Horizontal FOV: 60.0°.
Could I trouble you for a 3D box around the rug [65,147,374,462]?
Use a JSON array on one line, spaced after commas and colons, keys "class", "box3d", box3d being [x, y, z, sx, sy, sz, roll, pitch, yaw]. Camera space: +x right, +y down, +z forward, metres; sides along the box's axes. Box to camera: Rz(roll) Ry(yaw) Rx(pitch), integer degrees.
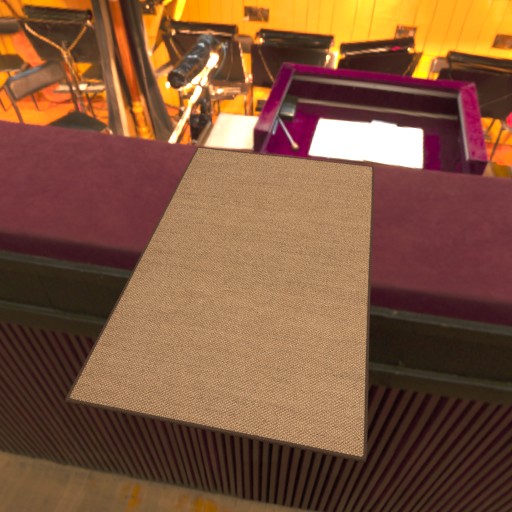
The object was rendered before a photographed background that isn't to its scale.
[{"class": "rug", "box3d": [0.000, 0.000, 2.075, 1.067, 0.013, 1.676, 8, 47, 8]}]
